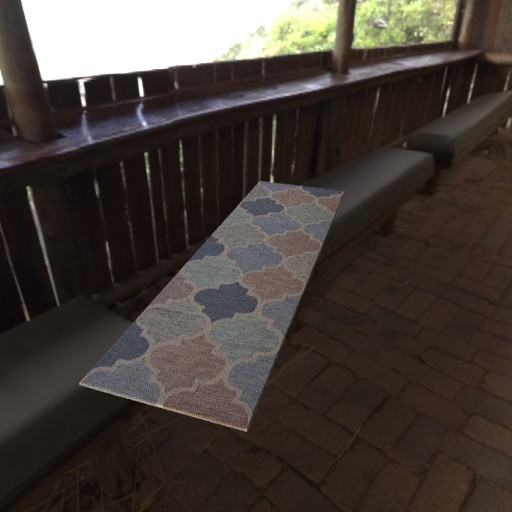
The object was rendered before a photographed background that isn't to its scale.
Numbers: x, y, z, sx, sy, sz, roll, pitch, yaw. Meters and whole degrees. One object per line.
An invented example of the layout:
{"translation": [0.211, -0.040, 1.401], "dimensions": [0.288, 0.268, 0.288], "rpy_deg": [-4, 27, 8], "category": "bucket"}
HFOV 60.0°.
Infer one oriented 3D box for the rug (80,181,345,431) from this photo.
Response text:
{"translation": [0.000, 0.000, 2.555], "dimensions": [0.687, 0.011, 2.287], "rpy_deg": [9, 32, 16], "category": "rug"}
